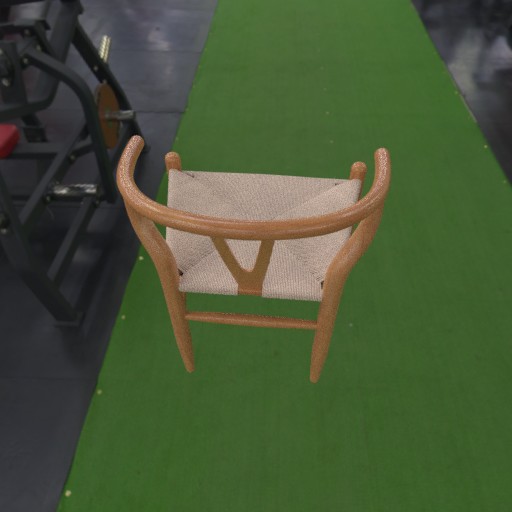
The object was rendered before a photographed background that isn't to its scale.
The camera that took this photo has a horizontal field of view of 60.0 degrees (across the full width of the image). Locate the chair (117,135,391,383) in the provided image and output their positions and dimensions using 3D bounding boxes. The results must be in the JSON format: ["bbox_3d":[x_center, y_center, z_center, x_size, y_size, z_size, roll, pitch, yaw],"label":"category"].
[{"bbox_3d":[0.000,0.000,1.132,0.569,0.730,0.579,4,47,4],"label":"chair"}]
